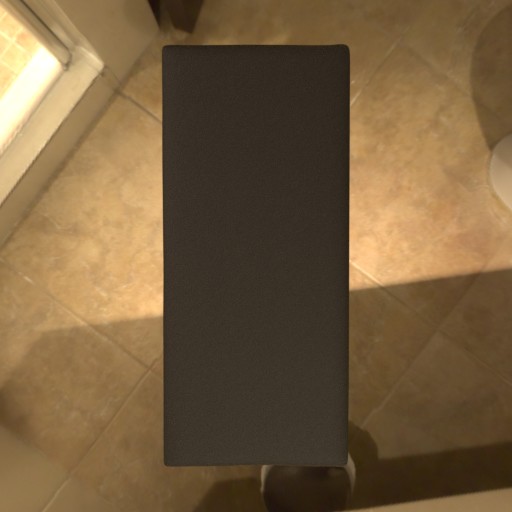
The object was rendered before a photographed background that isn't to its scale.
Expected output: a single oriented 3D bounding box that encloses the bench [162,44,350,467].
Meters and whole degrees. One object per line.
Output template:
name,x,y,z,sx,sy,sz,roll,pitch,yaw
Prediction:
bench,0.000,0.000,1.176,0.401,0.500,0.899,0,91,0
